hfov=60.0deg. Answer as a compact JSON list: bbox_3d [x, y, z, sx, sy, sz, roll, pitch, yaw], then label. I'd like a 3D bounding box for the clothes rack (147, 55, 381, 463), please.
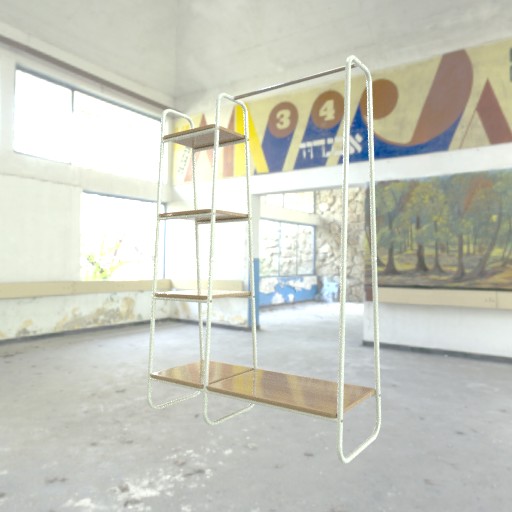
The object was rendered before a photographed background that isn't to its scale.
[{"bbox_3d":[0.000,0.000,1.996,1.011,1.500,0.400,-1,-1,36],"label":"clothes rack"}]
